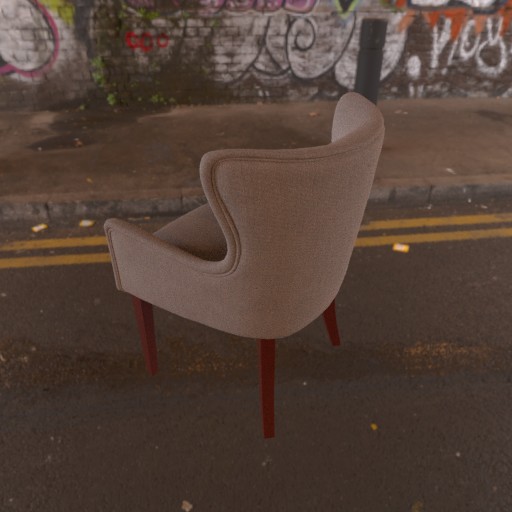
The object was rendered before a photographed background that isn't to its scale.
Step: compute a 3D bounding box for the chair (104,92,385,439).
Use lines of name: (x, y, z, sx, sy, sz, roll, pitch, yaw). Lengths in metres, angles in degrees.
chair: (0.000, 0.000, 1.448, 0.677, 0.948, 0.732, 19, 36, 28)
